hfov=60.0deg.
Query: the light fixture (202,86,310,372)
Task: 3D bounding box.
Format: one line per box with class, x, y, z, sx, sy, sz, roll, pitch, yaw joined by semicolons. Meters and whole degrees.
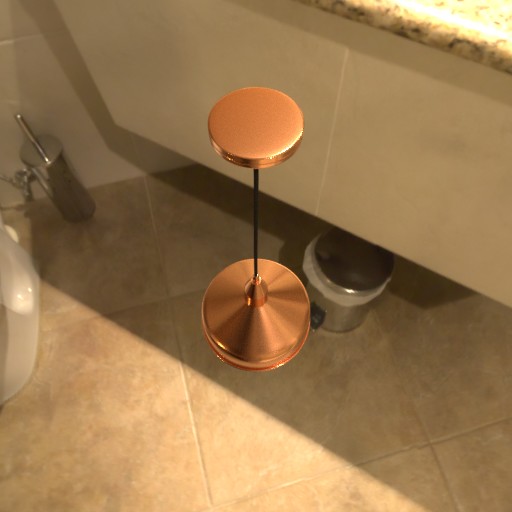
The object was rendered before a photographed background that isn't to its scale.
light fixture;0.000;0.000;0.898;0.301;0.754;0.301;34;68;16
